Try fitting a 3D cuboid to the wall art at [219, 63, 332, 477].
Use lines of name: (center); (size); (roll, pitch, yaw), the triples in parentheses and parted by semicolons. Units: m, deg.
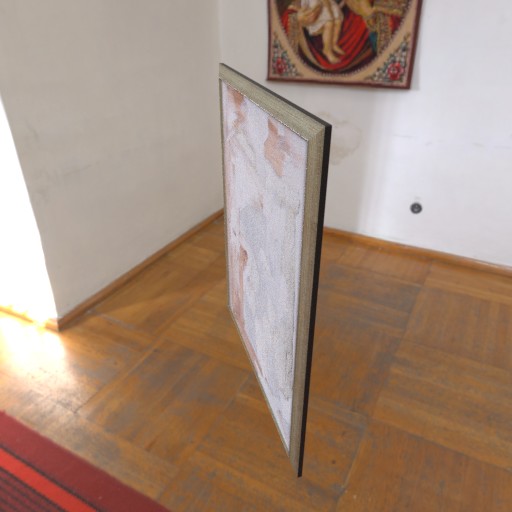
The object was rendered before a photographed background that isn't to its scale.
wall art: (0.000, 0.000, 0.903); (0.018, 0.660, 0.559); (-9, 32, -14)
